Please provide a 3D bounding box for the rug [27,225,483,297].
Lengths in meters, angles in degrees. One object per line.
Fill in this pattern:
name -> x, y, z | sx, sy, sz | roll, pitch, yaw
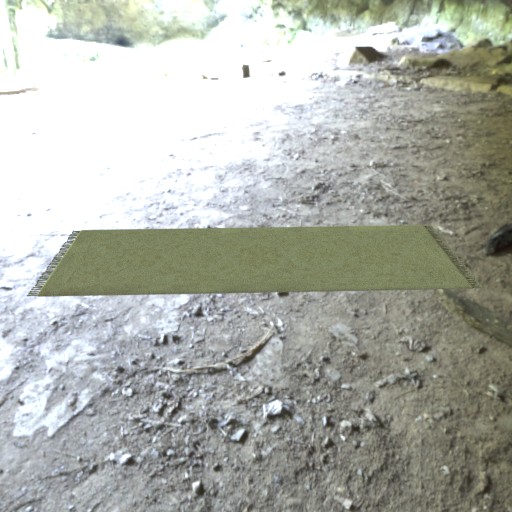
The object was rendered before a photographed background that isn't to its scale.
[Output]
rug -> 0.000, 0.000, 2.811 | 2.544, 0.015, 0.795 | -1, 30, -2
